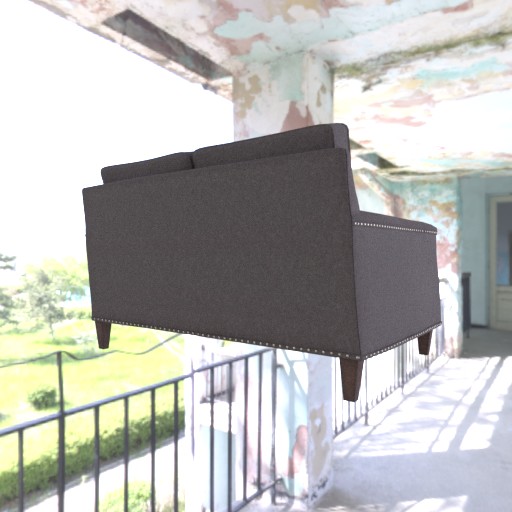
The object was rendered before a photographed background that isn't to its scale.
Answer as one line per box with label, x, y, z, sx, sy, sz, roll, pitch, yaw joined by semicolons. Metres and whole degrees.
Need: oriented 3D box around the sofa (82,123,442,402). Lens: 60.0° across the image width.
sofa;0.000;0.000;2.301;1.597;1.003;1.084;0;0;36
